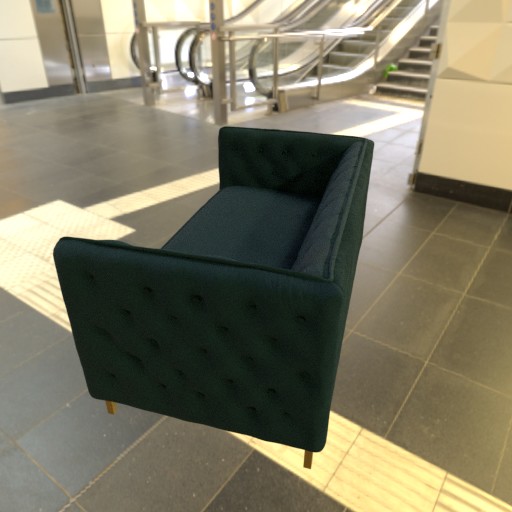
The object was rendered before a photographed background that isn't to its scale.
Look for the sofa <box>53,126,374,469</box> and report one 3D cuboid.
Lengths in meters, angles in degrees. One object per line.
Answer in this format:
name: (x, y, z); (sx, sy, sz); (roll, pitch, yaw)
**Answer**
sofa: (0.000, 0.000, 2.059); (0.909, 0.810, 1.583); (8, 31, 14)
